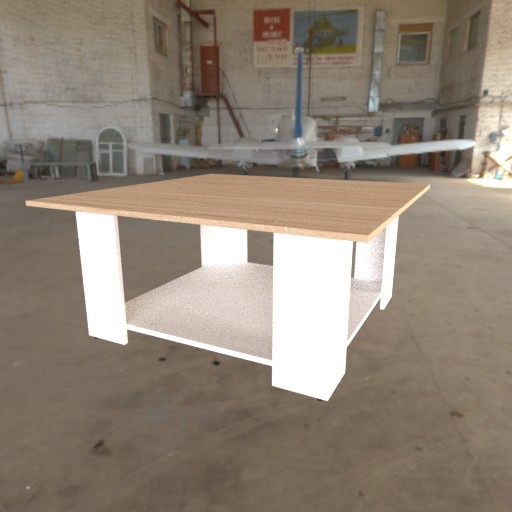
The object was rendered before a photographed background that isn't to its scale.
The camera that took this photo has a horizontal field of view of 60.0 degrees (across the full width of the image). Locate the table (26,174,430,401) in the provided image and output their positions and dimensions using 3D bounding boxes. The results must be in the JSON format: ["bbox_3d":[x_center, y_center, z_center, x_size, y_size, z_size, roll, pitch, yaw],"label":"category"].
[{"bbox_3d":[0.000,0.000,1.047,0.670,0.305,0.670,8,17,26],"label":"table"}]
